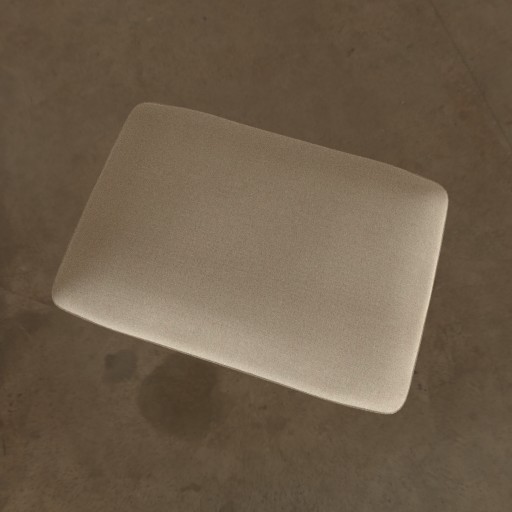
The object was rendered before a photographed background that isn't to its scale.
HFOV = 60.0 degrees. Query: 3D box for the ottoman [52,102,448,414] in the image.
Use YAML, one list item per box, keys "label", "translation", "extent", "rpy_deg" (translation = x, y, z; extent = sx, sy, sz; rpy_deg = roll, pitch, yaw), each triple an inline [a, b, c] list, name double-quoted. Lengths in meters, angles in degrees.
- label: "ottoman"
  translation: [0.000, 0.000, 1.363]
  extent: [0.984, 0.453, 0.686]
  rpy_deg: [17, 75, 5]
